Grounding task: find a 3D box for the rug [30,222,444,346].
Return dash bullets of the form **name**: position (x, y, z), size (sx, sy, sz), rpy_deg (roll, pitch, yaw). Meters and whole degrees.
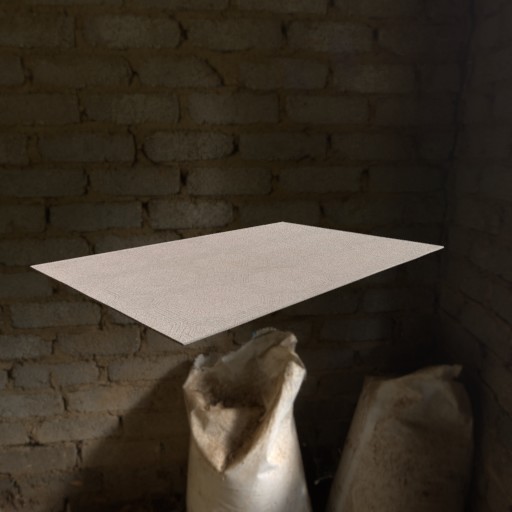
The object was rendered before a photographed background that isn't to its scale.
- **rug**: position (0.000, 0.000, 2.334), size (1.236, 0.009, 1.839), rpy_deg (13, 19, 43)
